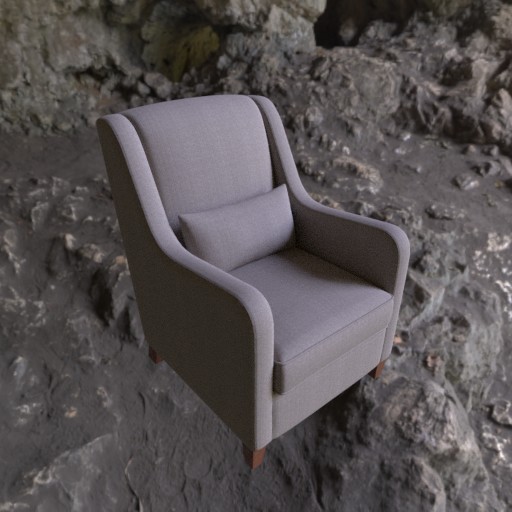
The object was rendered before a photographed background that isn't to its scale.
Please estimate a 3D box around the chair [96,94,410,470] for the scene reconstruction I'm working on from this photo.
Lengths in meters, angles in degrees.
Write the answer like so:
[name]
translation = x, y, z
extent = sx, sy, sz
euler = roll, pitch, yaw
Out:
[chair]
translation = 0.000, 0.000, 1.641
extent = 0.715, 1.017, 0.890
euler = -22, 36, -34
